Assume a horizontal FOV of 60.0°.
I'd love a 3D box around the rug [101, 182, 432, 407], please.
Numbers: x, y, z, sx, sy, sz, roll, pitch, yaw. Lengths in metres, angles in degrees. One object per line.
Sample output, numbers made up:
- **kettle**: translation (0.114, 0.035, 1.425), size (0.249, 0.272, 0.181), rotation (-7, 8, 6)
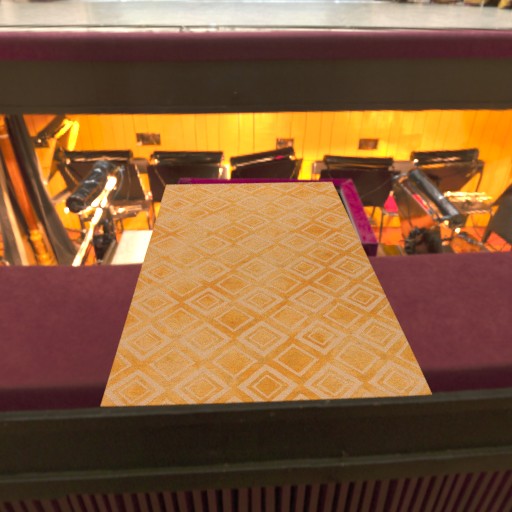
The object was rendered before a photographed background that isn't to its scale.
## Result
- **rug**: translation (0.000, 0.000, 3.019), size (1.511, 0.010, 2.424), rotation (-1, 33, -2)
